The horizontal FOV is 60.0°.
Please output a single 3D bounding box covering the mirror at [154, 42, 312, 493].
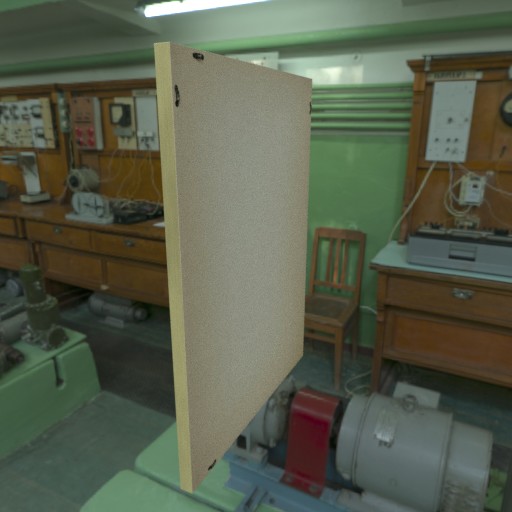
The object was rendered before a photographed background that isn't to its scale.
[{"bbox_3d":[0.000,0.000,1.280,0.040,1.016,0.762,8,18,25],"label":"mirror"}]
